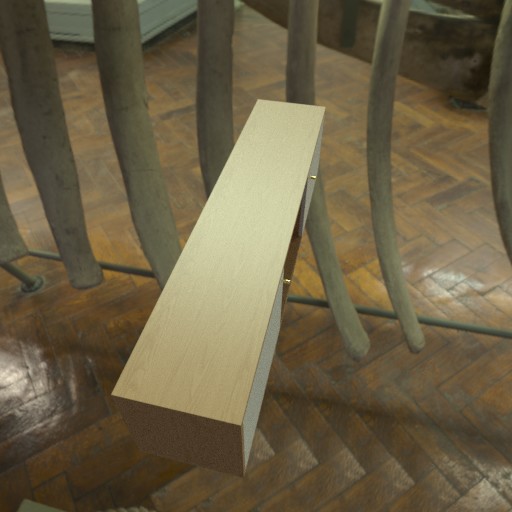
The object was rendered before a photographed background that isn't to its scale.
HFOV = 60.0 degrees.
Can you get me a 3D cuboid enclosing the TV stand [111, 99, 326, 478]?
[{"bbox_3d":[0.000,0.000,1.990,0.400,0.580,1.760,10,47,9],"label":"TV stand"}]
